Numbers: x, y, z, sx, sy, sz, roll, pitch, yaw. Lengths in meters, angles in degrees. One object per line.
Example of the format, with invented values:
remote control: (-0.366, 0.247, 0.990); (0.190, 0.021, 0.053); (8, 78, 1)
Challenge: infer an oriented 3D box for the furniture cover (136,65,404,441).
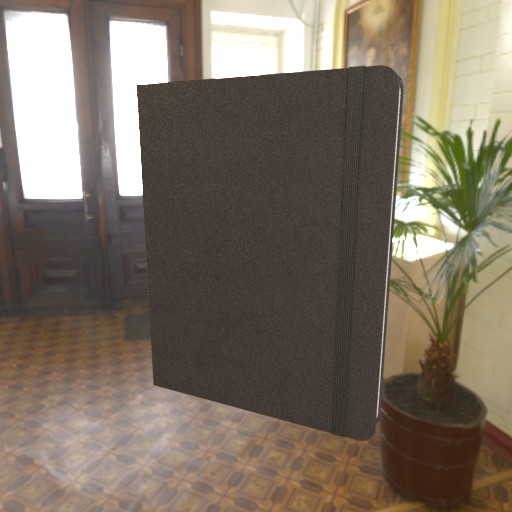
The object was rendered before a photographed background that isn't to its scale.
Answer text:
furniture cover: (0.000, 0.000, 0.371); (0.216, 0.281, 0.023); (6, 15, 25)
